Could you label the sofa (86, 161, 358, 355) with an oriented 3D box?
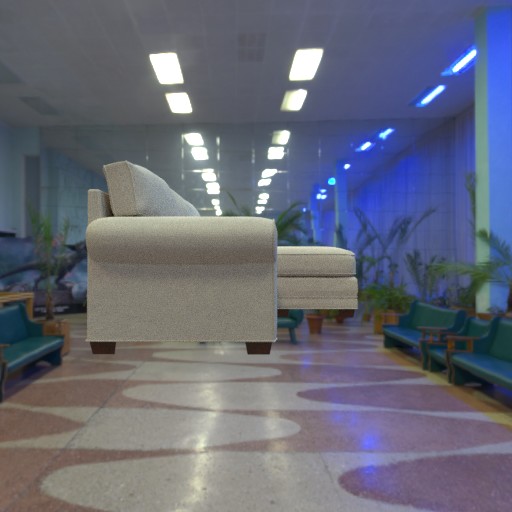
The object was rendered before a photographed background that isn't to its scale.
[{"bbox_3d":[0.000,0.000,2.418,1.226,0.734,1.770,0,0,1],"label":"sofa"}]
